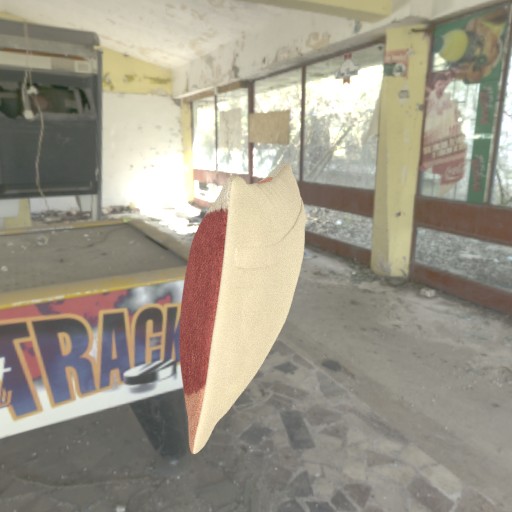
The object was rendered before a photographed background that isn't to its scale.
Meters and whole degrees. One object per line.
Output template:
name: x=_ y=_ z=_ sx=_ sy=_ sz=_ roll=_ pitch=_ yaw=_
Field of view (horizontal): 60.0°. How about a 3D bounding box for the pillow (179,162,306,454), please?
pillow: x=0.000 y=0.000 z=0.722 sx=0.155 sy=0.292 sz=0.609 roll=2 pitch=14 yaw=8
